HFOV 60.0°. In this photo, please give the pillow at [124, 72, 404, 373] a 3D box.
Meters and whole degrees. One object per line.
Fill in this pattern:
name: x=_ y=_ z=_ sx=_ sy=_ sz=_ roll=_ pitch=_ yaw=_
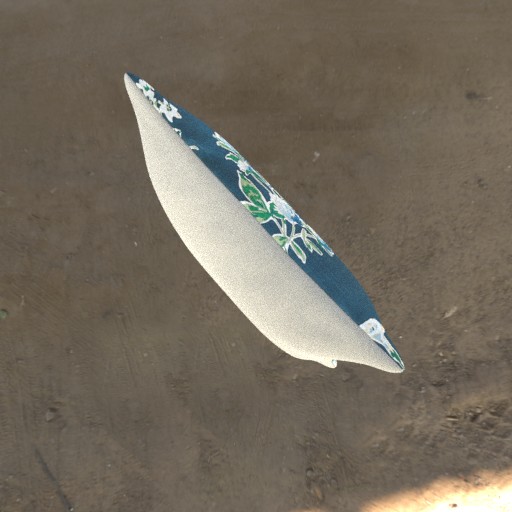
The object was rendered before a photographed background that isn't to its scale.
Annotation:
pillow: x=0.000 y=0.000 z=0.798 sx=0.166 sy=0.508 sz=0.525 roll=-41 pitch=79 yaw=-9
